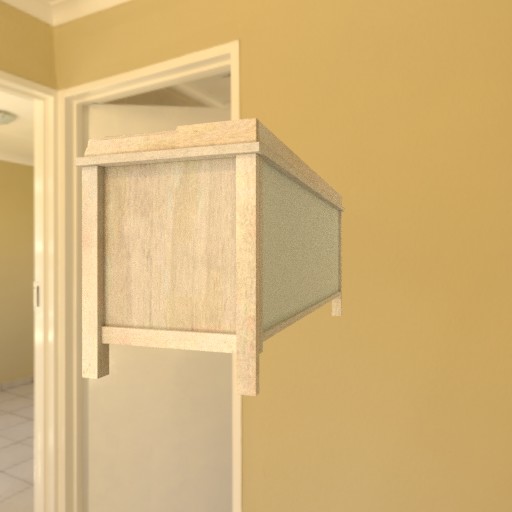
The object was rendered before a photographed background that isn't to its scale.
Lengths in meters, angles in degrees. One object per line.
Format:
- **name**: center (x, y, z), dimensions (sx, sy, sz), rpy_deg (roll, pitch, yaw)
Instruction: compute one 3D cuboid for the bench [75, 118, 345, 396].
- **bench**: center (0.000, 0.000, 1.384), dimensions (0.398, 0.501, 1.140), rpy_deg (0, 0, 19)
